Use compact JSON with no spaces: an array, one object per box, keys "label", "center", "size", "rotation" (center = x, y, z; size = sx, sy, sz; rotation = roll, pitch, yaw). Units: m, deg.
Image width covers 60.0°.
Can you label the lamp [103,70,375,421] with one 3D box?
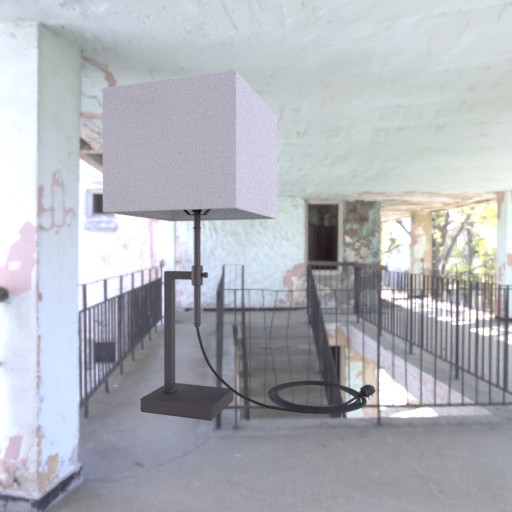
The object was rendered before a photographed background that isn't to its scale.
[{"label":"lamp","center":[0.000,0.000,0.983],"size":[0.504,0.660,0.399],"rotation":[0,1,18]}]
